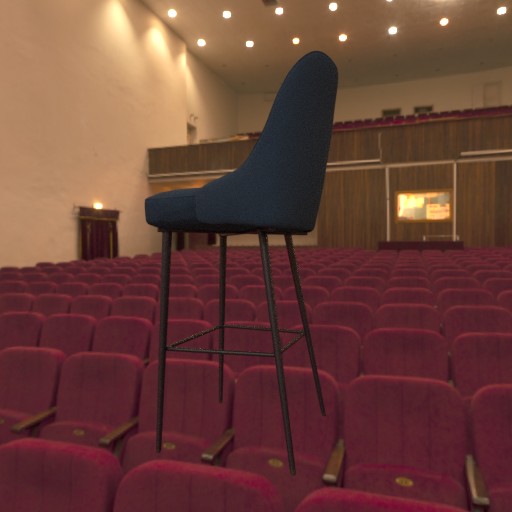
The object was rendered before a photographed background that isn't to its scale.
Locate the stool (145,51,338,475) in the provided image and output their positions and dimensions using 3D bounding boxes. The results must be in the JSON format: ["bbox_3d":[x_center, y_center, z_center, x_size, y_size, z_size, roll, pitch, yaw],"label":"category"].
[{"bbox_3d":[0.000,0.000,1.351,0.489,1.079,0.527,0,1,19],"label":"stool"}]
